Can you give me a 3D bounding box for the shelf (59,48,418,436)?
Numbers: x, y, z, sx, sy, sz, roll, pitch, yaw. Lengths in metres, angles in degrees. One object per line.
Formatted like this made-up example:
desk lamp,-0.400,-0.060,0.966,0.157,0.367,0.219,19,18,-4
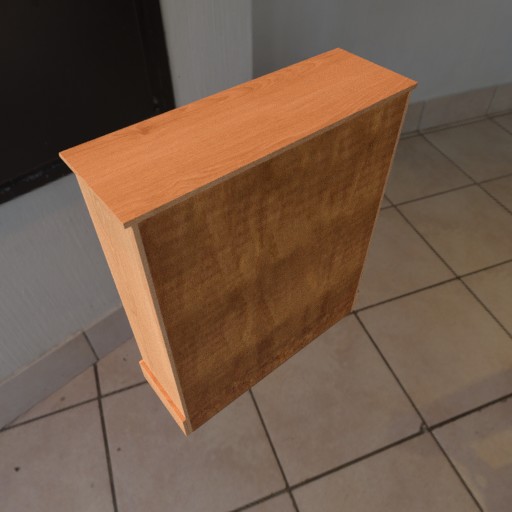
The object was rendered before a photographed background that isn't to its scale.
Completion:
shelf,0.000,0.000,1.394,0.840,0.980,0.291,-31,54,-26
